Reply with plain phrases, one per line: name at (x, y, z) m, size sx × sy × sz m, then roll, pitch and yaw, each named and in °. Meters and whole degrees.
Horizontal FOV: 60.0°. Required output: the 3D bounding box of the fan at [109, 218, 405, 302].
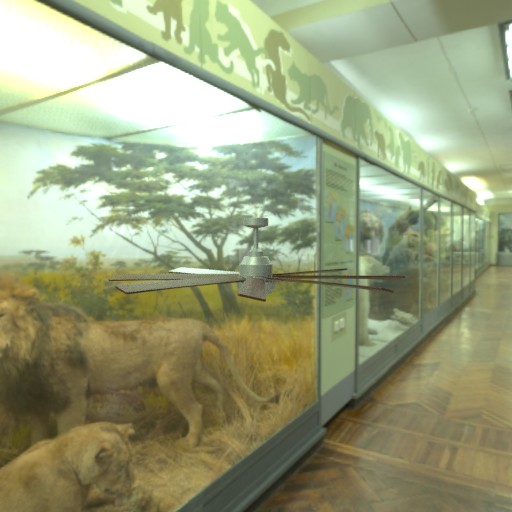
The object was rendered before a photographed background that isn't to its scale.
fan at (0.000, 0.000, 2.779) m, size 1.830 × 0.472 × 1.830 m, roll 0°, pitch 2°, yaw 1°
